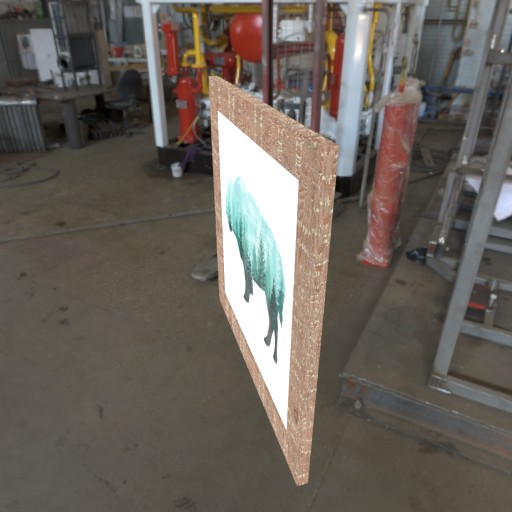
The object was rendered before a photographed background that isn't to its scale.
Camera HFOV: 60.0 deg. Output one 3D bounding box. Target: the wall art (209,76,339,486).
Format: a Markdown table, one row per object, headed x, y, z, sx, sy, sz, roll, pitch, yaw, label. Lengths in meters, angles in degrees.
| x | y | z | sx | sy | sz | roll | pitch | yaw | label |
| --- | --- | --- | --- | --- | --- | --- | --- | --- | --- |
| 0.000 | 0.000 | 0.561 | 0.022 | 0.380 | 0.380 | -9 | 30 | -15 | wall art |
